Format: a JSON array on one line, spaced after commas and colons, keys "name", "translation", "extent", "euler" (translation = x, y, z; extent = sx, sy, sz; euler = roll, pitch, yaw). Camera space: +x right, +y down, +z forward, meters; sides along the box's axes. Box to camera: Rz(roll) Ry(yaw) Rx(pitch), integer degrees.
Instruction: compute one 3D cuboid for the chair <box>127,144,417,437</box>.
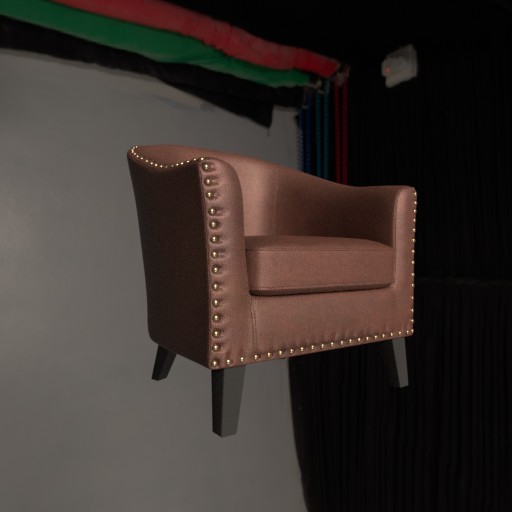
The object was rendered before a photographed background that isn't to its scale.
[{"name": "chair", "translation": [0.000, 0.000, 1.464], "extent": [0.794, 0.823, 0.748], "euler": [0, 0, -36]}]
